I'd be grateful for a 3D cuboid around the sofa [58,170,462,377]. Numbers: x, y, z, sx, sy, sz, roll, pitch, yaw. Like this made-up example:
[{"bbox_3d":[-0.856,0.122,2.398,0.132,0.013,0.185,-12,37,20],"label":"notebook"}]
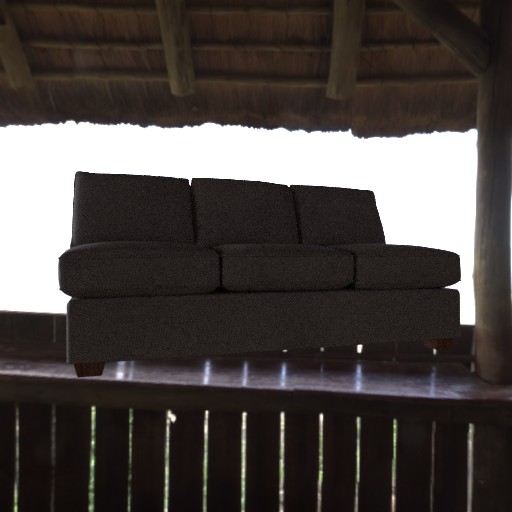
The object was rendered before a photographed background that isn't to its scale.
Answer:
[{"bbox_3d":[0.000,0.000,2.472,1.962,0.973,1.027,0,0,-17],"label":"sofa"}]
